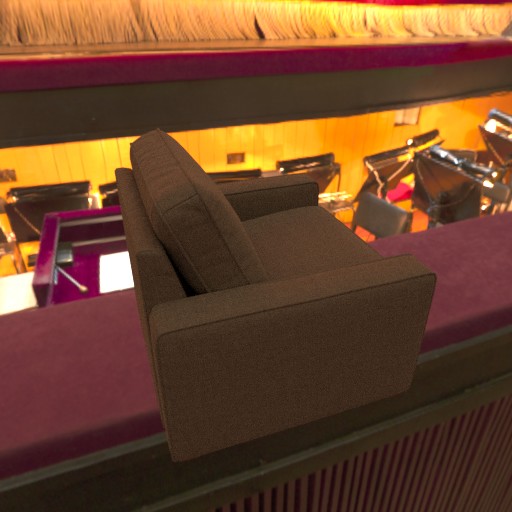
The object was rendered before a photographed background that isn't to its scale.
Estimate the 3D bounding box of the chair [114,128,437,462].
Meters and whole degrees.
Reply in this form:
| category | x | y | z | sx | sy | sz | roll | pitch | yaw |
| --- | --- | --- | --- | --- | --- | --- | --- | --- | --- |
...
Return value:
| category | x | y | z | sx | sy | sz | roll | pitch | yaw |
| --- | --- | --- | --- | --- | --- | --- | --- | --- | --- |
| chair | 0.000 | 0.000 | 1.757 | 0.940 | 0.919 | 1.017 | -10 | 32 | -17 |
